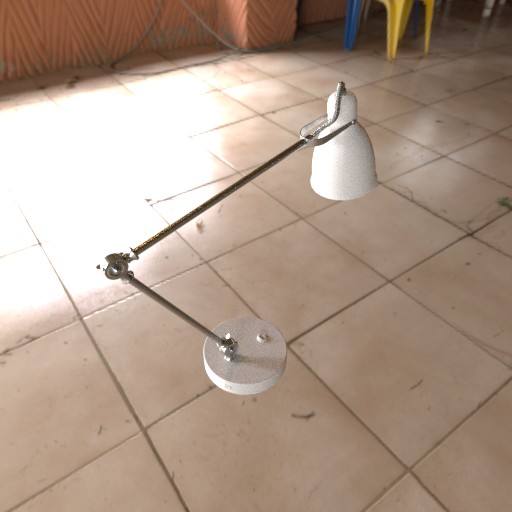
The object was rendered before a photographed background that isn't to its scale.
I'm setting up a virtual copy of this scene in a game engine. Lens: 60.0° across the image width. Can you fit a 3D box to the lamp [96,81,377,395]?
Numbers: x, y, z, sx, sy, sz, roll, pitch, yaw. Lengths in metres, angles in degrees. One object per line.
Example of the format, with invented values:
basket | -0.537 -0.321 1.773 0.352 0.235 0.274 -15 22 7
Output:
lamp | 0.000 0.000 0.837 0.561 0.587 0.187 -26 47 -27
